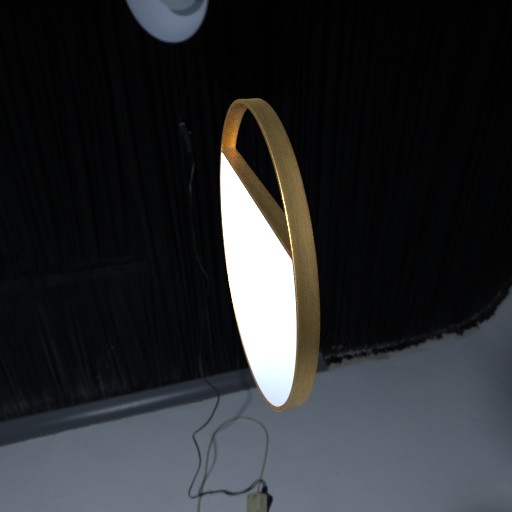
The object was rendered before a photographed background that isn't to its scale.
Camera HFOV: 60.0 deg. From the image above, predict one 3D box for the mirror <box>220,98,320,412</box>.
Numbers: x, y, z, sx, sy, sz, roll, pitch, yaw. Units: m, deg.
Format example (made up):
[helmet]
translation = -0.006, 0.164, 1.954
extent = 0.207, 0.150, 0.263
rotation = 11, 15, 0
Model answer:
[mirror]
translation = 0.000, 0.000, 0.845
extent = 0.032, 0.565, 0.565
rotation = -7, 31, -13
